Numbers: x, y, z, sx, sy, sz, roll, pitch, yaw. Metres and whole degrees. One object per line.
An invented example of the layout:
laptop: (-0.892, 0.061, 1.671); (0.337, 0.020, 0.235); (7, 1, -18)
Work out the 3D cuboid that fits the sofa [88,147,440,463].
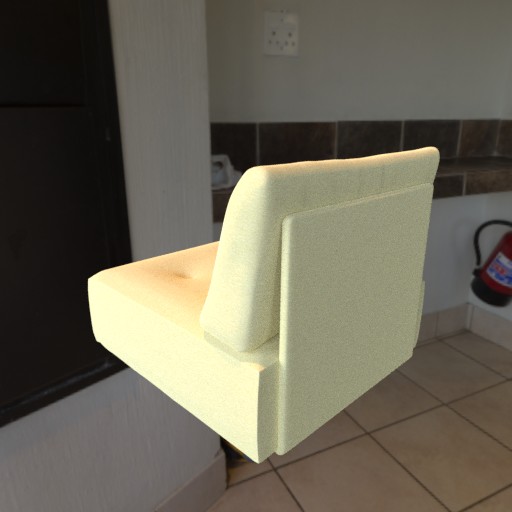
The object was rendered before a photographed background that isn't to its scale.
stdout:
sofa: (0.000, 0.000, 1.706); (0.930, 0.820, 1.000); (-17, 24, -42)
